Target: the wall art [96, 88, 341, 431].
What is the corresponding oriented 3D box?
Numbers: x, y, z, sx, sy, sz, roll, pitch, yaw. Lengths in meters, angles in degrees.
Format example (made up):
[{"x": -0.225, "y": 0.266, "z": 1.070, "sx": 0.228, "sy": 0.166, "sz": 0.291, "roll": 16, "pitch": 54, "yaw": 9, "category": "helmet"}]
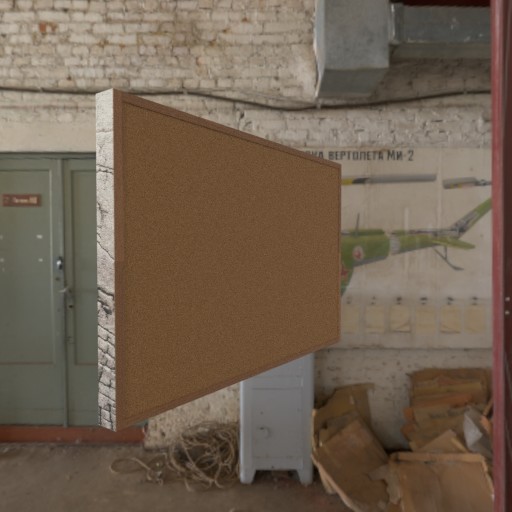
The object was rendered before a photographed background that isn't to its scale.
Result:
[{"x": 0.000, "y": 0.000, "z": 0.781, "sx": 0.035, "sy": 0.407, "sz": 0.613, "roll": 1, "pitch": 2, "yaw": 36, "category": "wall art"}]
